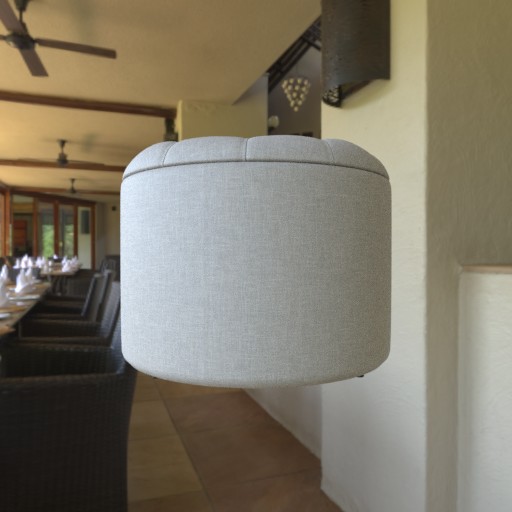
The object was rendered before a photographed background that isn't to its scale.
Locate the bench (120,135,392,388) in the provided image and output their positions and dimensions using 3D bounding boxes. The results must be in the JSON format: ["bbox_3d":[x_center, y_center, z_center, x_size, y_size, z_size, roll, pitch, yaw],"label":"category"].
[{"bbox_3d":[0.000,0.000,1.026,0.600,0.453,0.600,0,0,0],"label":"bench"}]
